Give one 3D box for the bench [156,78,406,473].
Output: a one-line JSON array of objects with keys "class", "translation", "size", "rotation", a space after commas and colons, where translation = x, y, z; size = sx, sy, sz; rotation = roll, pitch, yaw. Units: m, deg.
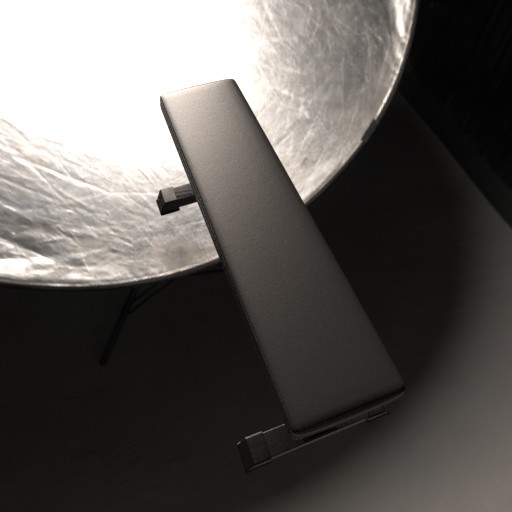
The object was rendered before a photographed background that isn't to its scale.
[{"class": "bench", "translation": [0.000, 0.000, 1.300], "size": [0.439, 0.453, 1.072], "rotation": [-18, 59, -11]}]
